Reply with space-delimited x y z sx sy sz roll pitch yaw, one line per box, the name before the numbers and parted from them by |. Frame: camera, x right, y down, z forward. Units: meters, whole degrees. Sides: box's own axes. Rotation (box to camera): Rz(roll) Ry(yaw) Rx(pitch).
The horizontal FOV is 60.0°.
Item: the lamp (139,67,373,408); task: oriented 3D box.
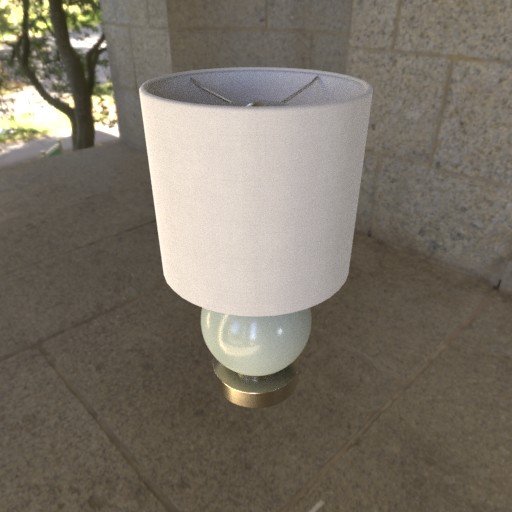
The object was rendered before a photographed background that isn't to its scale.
lamp | 0.000 0.000 0.478 0.201 0.353 0.201 9 32 14
